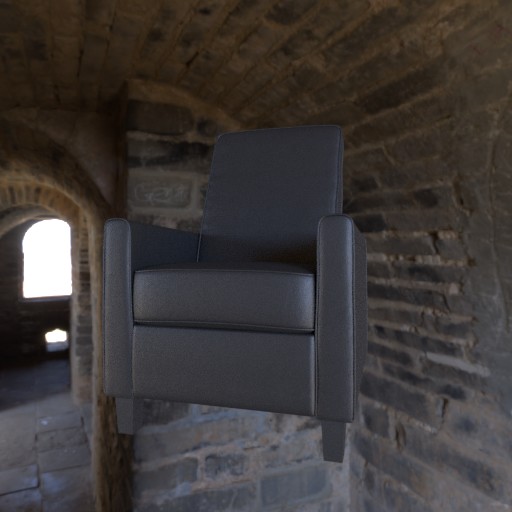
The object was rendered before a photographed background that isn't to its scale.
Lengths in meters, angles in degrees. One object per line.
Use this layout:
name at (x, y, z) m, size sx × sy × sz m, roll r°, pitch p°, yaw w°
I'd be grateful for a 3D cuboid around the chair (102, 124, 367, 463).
chair at (0.000, 0.000, 1.492) m, size 0.705 × 1.013 × 0.746 m, roll 0°, pitch 1°, yaw 16°
